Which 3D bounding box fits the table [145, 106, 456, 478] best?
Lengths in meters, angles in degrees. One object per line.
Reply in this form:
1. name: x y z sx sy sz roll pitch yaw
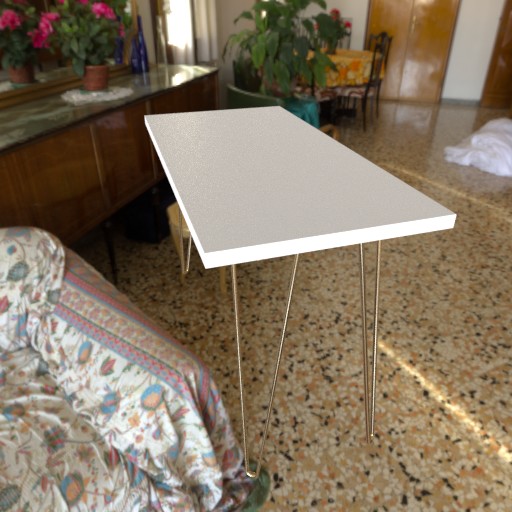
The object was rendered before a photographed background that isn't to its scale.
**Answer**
1. table: 0.000 0.000 1.364 0.498 0.660 0.991 -9 32 -15
